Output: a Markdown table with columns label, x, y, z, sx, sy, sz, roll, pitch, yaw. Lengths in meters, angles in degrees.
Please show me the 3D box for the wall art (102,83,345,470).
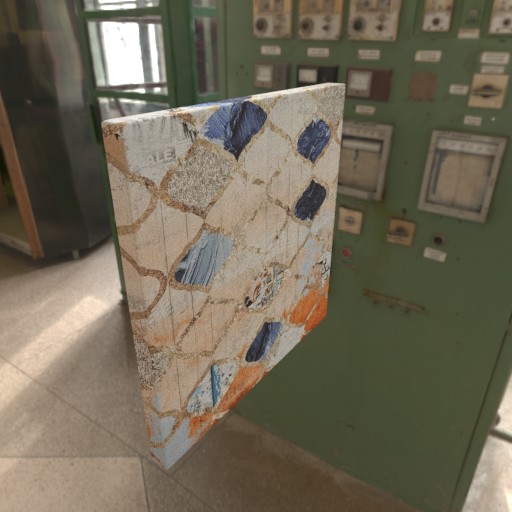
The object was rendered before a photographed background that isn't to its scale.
| label | x | y | z | sx | sy | sz | roll | pitch | yaw |
| --- | --- | --- | --- | --- | --- | --- | --- | --- | --- |
| wall art | 0.000 | 0.000 | 0.745 | 0.038 | 0.508 | 0.507 | 18 | 32 | 32 |
